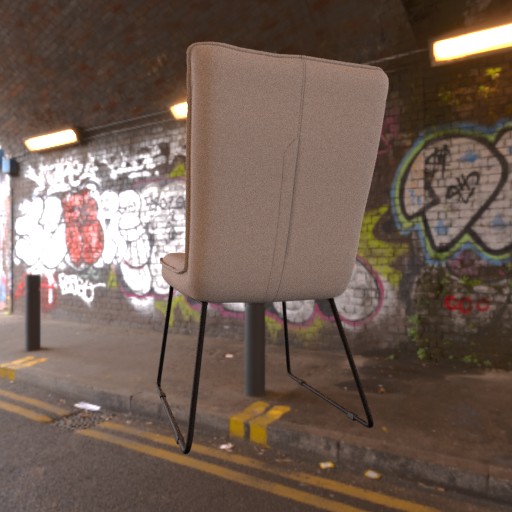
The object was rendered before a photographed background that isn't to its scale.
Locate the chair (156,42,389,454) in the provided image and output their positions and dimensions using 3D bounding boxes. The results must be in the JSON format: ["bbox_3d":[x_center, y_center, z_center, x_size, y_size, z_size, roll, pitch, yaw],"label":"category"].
[{"bbox_3d":[0.000,0.000,1.317,0.515,0.930,0.688,0,0,-19],"label":"chair"}]
